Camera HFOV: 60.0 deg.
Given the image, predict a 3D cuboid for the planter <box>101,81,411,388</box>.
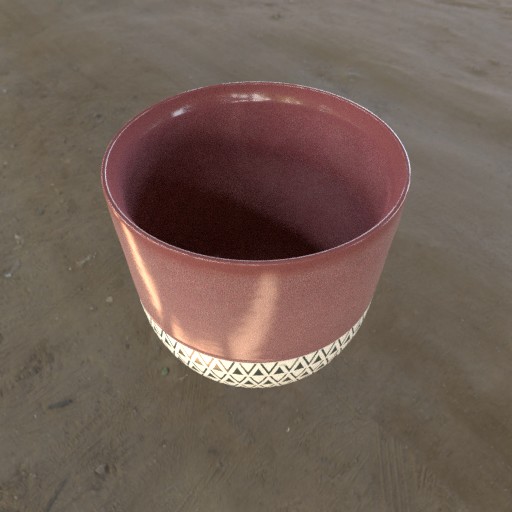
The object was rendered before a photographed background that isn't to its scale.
[{"bbox_3d":[0.000,0.000,0.487,0.266,0.270,0.266,0,47,0],"label":"planter"}]
